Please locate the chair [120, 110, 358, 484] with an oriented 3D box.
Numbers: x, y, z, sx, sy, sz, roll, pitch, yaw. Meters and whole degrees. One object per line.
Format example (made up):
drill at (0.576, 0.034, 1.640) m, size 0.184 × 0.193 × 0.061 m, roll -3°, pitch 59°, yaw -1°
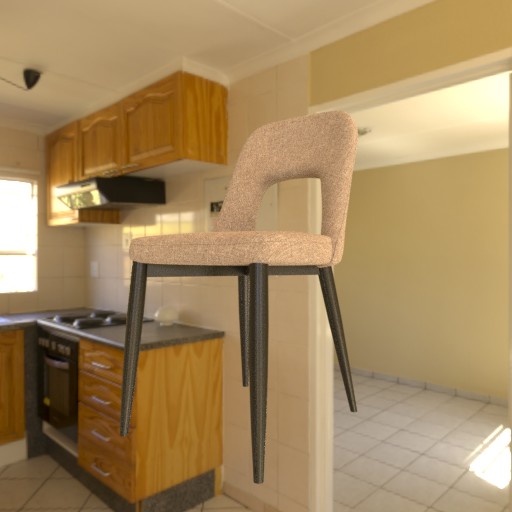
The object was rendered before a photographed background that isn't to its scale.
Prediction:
chair at (0.000, 0.000, 1.257) m, size 0.470 × 0.931 × 0.612 m, roll 0°, pitch 0°, yaw 34°
